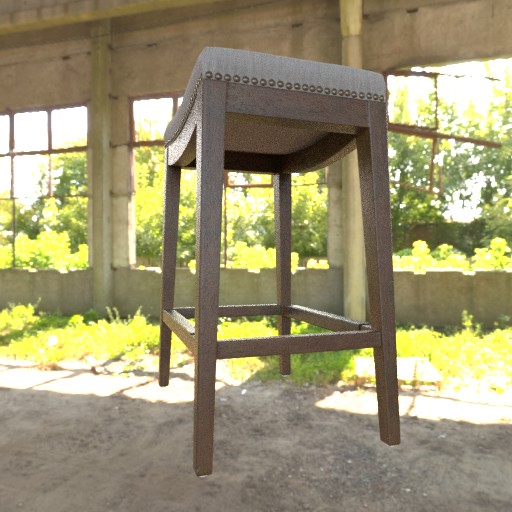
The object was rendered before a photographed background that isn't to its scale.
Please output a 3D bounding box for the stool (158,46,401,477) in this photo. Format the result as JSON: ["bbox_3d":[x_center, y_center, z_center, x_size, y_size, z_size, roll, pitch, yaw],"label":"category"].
[{"bbox_3d":[0.000,0.000,0.947,0.356,0.660,0.508,0,0,-19],"label":"stool"}]
